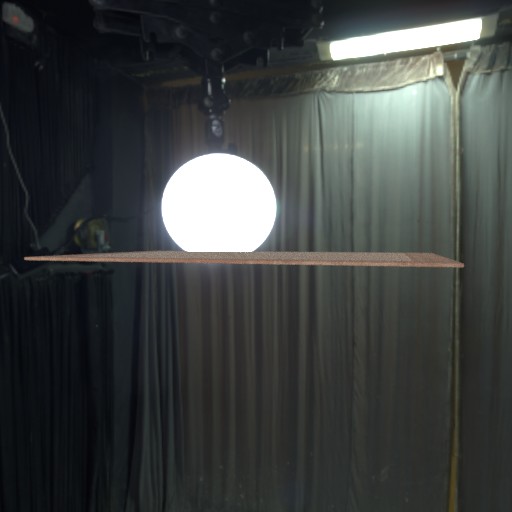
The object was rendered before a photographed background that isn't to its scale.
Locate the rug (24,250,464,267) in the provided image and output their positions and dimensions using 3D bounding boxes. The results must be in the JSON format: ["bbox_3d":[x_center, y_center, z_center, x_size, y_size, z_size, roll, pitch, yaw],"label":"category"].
[{"bbox_3d":[0.000,0.000,2.326,1.829,0.014,1.219,1,2,17],"label":"rug"}]
